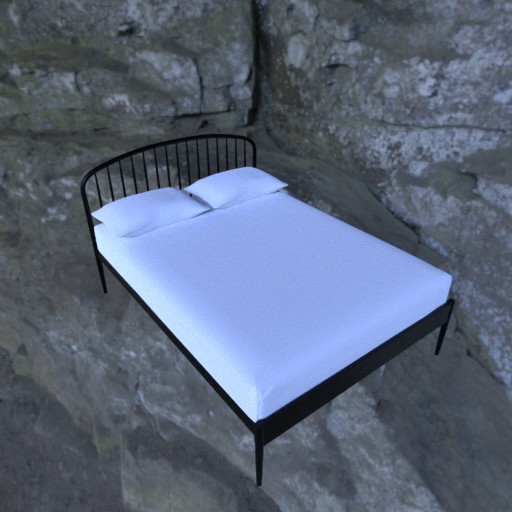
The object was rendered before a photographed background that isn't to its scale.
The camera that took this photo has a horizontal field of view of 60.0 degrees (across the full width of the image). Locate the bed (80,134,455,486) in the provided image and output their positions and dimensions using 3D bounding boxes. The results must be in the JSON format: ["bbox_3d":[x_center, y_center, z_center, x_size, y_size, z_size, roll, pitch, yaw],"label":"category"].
[{"bbox_3d":[0.000,0.000,3.121,1.618,1.166,2.159,-21,37,-31],"label":"bed"}]
